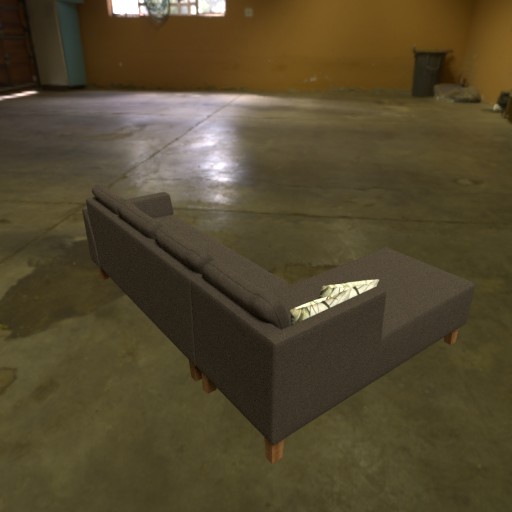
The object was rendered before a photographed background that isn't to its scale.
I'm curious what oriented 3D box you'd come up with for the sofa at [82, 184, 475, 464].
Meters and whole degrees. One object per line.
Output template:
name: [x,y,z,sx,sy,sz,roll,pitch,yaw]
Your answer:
sofa: [0.000,0.000,3.533,1.829,0.932,2.679,-18,31,-33]
